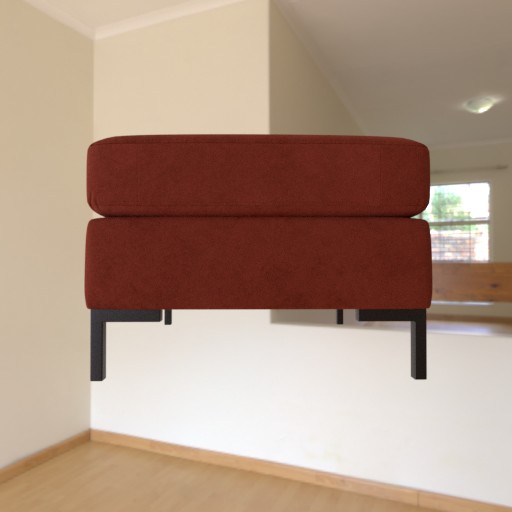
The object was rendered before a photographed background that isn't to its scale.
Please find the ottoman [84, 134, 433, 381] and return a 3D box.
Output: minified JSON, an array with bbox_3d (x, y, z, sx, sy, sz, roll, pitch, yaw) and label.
[{"bbox_3d":[0.000,0.000,1.173,0.650,0.462,0.782,0,-1,-1],"label":"ottoman"}]
